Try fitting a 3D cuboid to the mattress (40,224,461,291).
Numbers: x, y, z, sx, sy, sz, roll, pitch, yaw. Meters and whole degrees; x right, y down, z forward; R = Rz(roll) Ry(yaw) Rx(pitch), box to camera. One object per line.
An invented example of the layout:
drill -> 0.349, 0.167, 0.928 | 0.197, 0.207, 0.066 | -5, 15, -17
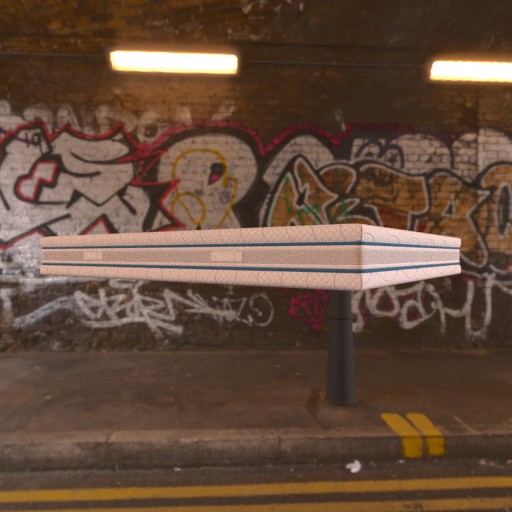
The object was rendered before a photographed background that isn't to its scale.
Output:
mattress -> 0.000, 0.000, 2.688 | 2.000, 0.230, 1.600 | 0, 0, 36
